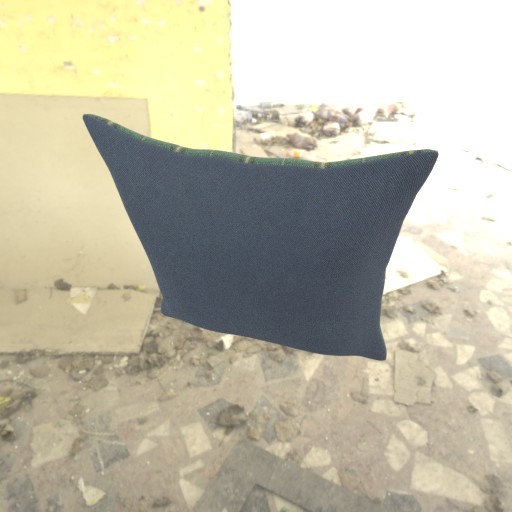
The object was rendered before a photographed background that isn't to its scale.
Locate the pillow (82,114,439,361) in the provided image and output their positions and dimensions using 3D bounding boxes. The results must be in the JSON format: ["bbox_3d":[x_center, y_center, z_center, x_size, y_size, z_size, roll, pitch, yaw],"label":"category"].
[{"bbox_3d":[0.000,0.000,0.695,0.453,0.430,0.200,10,34,16],"label":"pillow"}]
